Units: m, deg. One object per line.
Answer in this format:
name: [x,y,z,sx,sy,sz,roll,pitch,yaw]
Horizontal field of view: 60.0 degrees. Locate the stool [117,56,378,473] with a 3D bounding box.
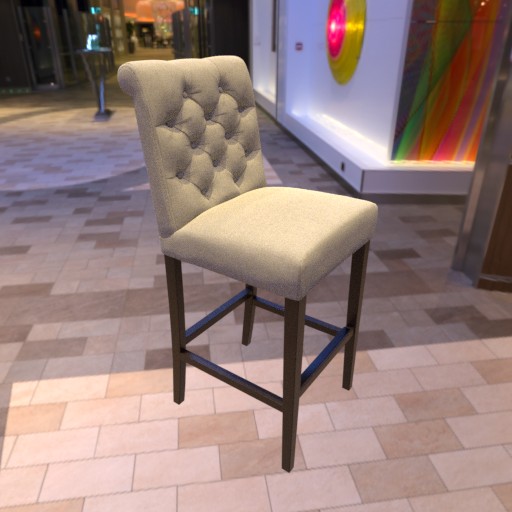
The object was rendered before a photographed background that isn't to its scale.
stool: [0.000,0.000,1.411,0.601,1.140,0.493,18,32,31]
